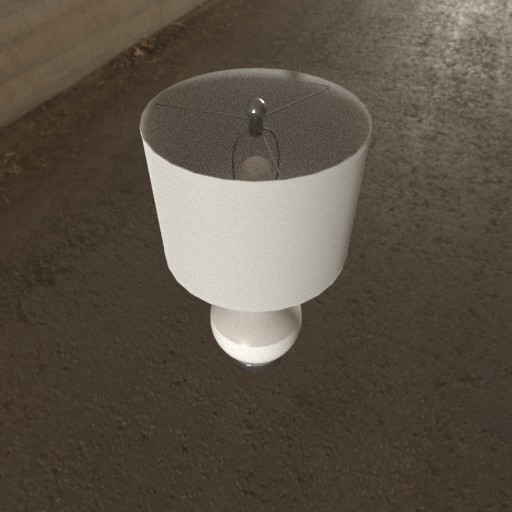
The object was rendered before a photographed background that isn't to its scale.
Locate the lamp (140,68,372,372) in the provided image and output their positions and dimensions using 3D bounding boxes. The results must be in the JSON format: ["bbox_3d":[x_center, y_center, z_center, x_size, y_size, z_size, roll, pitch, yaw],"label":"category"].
[{"bbox_3d":[0.000,0.000,0.908,0.357,0.673,0.357,-8,46,-8],"label":"lamp"}]
